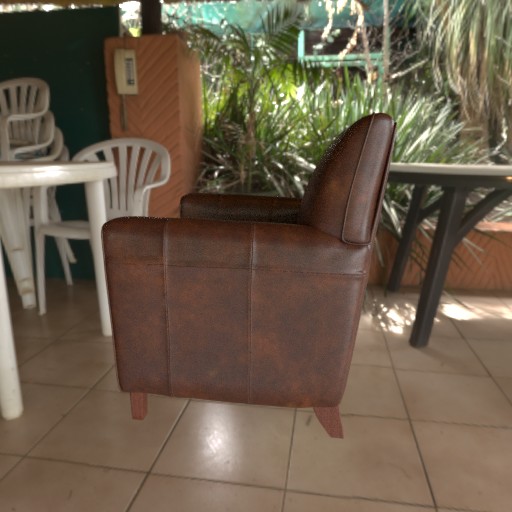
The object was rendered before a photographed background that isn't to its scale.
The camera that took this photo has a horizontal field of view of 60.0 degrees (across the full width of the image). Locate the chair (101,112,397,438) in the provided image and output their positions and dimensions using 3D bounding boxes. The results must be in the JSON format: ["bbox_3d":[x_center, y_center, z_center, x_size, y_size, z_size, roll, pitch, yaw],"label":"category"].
[{"bbox_3d":[0.000,0.000,1.625,0.823,0.943,0.870,2,14,8],"label":"chair"}]
